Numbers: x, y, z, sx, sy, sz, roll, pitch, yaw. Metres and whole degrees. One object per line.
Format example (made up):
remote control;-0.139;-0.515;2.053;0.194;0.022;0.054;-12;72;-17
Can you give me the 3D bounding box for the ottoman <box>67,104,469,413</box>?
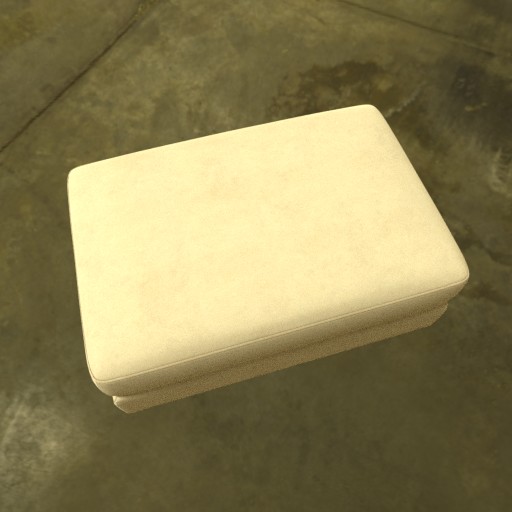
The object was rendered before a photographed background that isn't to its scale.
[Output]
ottoman;0.000;0.000;1.201;0.864;0.483;0.584;-14;63;-7
